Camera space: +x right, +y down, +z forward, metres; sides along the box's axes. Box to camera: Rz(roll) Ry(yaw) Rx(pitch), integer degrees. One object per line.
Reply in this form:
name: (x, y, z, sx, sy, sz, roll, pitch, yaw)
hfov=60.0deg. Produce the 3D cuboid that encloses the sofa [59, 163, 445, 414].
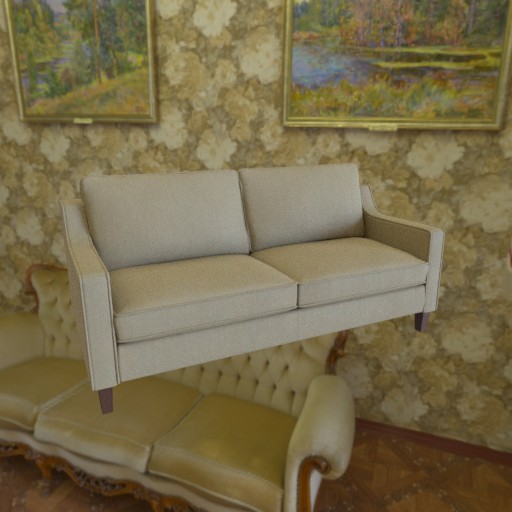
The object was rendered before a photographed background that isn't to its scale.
sofa: (0.000, 0.000, 2.817, 2.178, 1.071, 1.066, -8, 17, -25)
